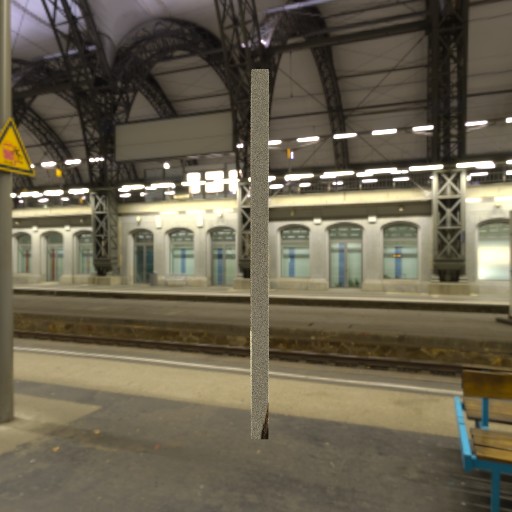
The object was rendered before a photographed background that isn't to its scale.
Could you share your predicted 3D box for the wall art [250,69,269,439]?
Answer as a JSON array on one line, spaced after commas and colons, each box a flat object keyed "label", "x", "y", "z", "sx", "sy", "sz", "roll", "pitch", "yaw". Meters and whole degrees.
[{"label": "wall art", "x": 0.000, "y": 0.000, "z": 1.489, "sx": 0.038, "sy": 0.767, "sz": 1.144, "roll": 0, "pitch": 0, "yaw": -1}]
